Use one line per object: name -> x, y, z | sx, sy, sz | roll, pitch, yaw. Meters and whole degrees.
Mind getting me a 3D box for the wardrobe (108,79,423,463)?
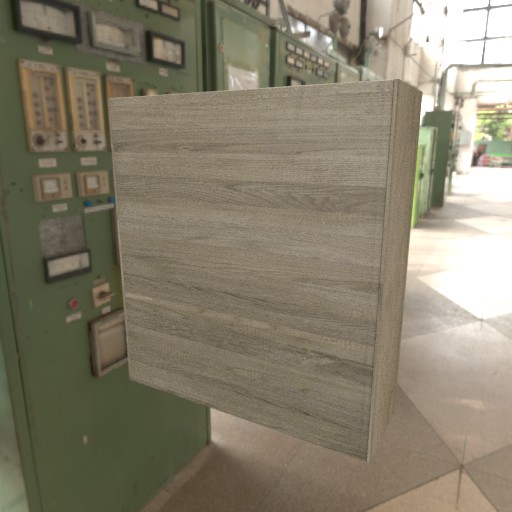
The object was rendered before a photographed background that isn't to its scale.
wardrobe -> 0.000, 0.000, 2.851 | 1.780, 1.960, 0.629 | 8, 16, 29
